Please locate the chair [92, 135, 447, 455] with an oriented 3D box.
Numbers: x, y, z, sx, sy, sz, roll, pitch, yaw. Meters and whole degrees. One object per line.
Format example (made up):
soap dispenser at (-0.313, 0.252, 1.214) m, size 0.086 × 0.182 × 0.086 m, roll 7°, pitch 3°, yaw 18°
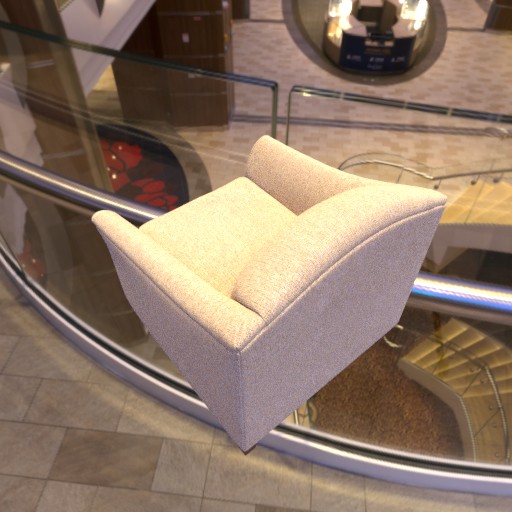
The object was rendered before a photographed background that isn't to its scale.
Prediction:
chair at (0.000, 0.000, 1.481) m, size 0.763 × 0.839 × 0.787 m, roll -31°, pitch 54°, yaw -26°
